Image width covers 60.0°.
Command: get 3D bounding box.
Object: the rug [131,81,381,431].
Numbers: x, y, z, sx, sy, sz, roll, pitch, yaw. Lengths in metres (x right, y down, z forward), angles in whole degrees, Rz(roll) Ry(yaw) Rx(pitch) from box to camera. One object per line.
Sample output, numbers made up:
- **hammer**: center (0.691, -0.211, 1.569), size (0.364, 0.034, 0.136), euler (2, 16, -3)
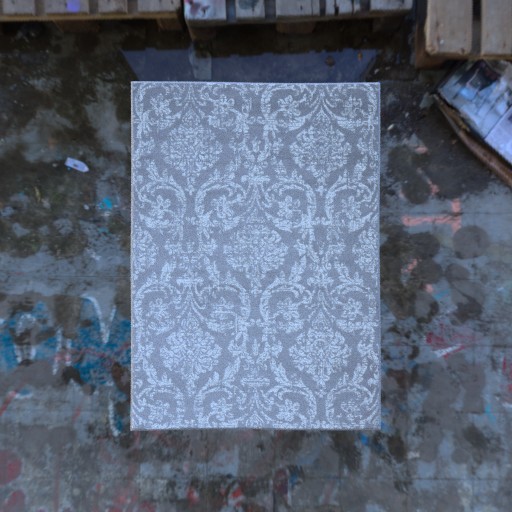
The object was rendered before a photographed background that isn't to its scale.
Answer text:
- **rug**: center (0.000, 0.000, 2.806), size (1.578, 0.014, 2.206), euler (0, 90, -1)
